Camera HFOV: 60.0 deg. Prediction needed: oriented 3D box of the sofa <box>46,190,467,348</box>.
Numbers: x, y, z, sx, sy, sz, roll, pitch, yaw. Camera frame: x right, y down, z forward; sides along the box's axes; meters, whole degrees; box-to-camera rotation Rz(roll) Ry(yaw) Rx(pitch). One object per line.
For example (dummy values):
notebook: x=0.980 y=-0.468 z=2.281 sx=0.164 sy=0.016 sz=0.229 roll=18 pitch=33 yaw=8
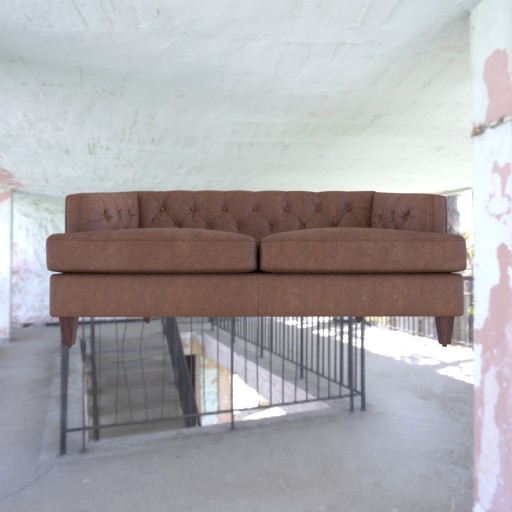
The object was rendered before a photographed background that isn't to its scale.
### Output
sofa: x=0.000 y=0.000 z=2.271 sx=1.755 sy=0.786 sz=0.914 roll=0 pitch=-1 yaw=-1
